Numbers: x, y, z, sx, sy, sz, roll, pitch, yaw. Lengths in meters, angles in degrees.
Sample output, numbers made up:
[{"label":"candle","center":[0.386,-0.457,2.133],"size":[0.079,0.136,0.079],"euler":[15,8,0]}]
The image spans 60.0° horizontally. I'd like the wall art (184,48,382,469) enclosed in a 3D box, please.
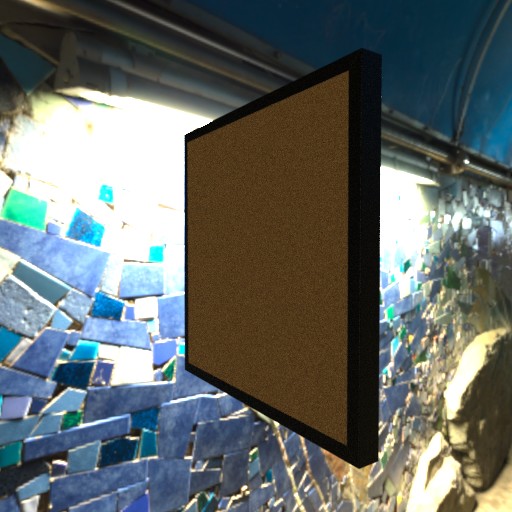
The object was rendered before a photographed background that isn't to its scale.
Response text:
[{"label":"wall art","center":[0.000,0.000,0.753],"size":[0.036,0.508,0.508],"euler":[-1,2,-34]}]
